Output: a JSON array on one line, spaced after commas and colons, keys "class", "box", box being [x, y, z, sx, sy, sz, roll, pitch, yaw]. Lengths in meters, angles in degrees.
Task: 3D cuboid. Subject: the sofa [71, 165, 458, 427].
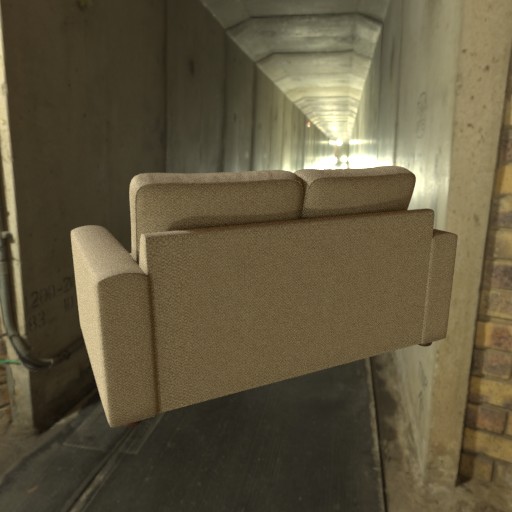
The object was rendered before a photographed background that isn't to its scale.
[{"class": "sofa", "box": [0.000, 0.000, 2.186, 1.616, 0.873, 1.016, -7, 16, -26]}]
